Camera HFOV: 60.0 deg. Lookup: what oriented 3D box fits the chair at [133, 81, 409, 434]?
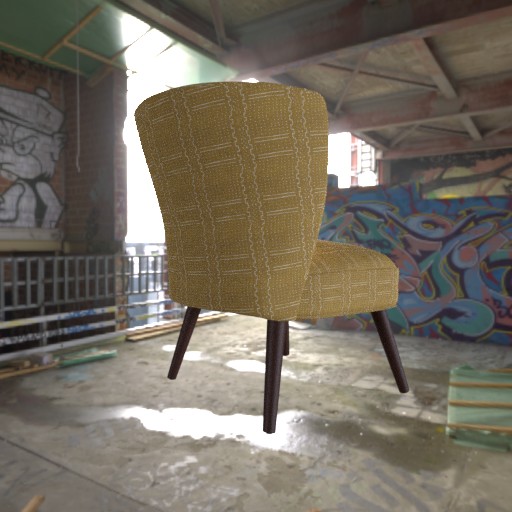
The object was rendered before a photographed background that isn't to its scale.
[{"bbox_3d":[0.000,0.000,1.413,0.758,0.866,0.706,-1,2,-36],"label":"chair"}]
